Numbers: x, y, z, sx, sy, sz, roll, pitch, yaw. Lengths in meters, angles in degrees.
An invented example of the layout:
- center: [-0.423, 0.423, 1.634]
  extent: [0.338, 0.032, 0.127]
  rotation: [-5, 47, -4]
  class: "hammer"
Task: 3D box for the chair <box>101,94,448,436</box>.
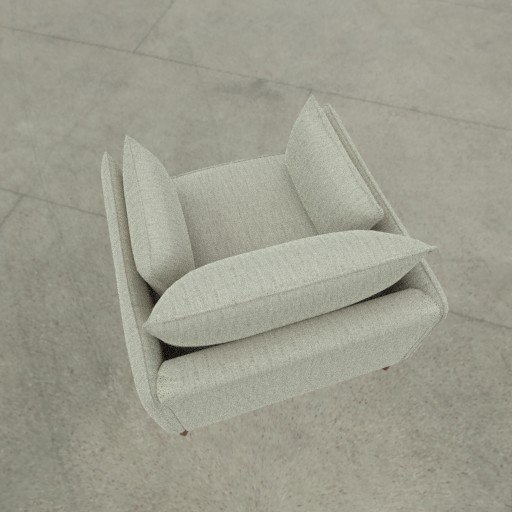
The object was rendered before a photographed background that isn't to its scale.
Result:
- center: [0.000, 0.000, 1.667]
  extent: [0.994, 0.855, 0.991]
  rotation: [-15, 59, -9]
  class: "chair"
